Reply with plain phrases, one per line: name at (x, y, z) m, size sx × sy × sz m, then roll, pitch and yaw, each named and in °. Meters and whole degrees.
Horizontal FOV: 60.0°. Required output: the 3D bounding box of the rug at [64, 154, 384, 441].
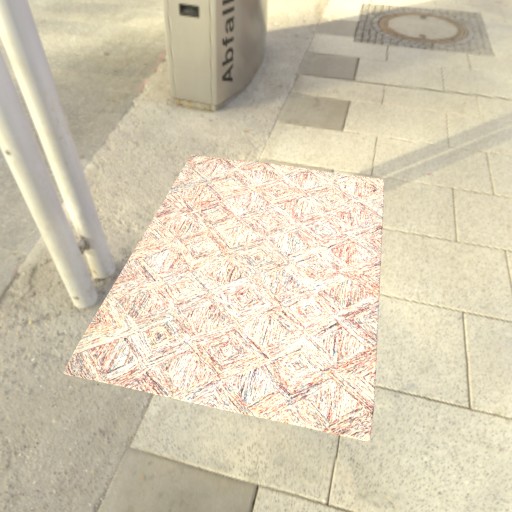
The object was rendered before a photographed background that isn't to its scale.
rug at (0.000, 0.000, 4.424) m, size 2.436 × 0.024 × 3.226 m, roll 9°, pitch 46°, yaw 9°
